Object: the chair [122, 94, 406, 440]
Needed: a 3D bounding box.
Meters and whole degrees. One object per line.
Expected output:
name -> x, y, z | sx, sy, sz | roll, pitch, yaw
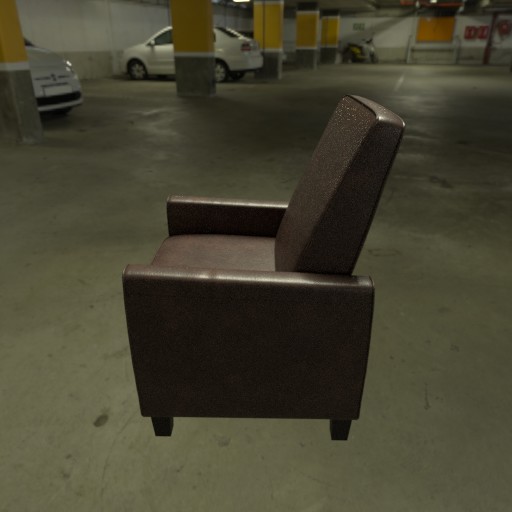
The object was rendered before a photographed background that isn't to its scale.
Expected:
chair -> 0.000, 0.000, 1.517 | 0.746, 1.013, 0.705 | 0, 26, 1
